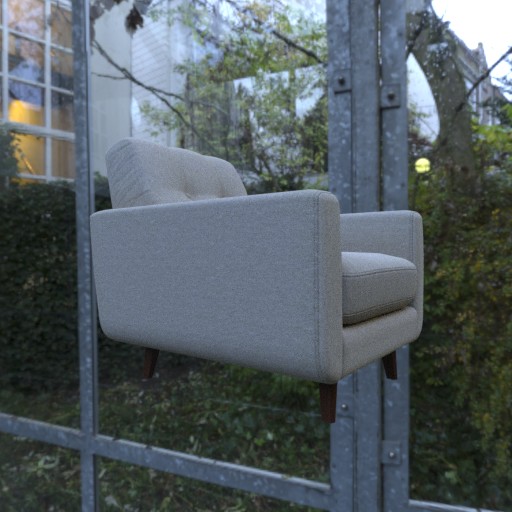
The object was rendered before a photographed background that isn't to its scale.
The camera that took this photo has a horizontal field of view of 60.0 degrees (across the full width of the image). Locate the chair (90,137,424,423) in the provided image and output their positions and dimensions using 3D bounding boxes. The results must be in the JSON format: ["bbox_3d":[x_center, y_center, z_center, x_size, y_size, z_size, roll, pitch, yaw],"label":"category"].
[{"bbox_3d":[0.000,0.000,1.788,1.128,0.965,0.897,1,1,36],"label":"chair"}]
